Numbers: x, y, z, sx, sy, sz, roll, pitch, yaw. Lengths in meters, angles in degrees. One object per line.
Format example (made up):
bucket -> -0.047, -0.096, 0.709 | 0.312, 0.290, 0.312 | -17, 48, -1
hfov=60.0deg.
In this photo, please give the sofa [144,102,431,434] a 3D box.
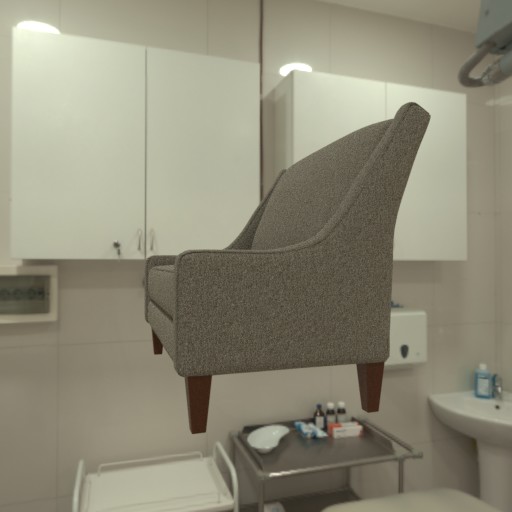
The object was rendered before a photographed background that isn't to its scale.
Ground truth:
sofa -> 0.000, 0.000, 1.932 | 0.862, 1.026, 1.242 | 0, -1, -18
